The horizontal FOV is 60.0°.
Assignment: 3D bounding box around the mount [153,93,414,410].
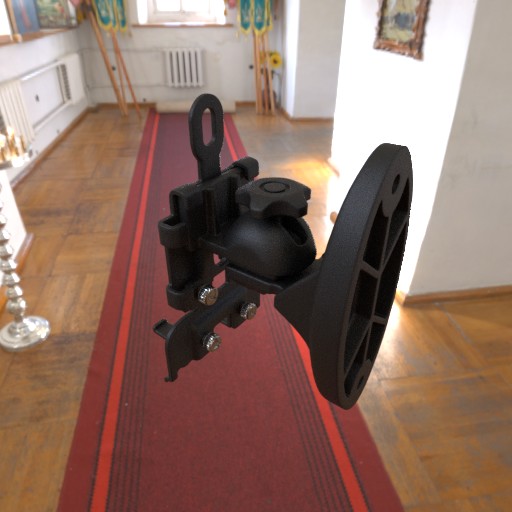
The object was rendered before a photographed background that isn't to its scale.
[{"bbox_3d":[0.000,0.000,0.176,0.100,0.118,0.066,21,38,30],"label":"mount"}]
